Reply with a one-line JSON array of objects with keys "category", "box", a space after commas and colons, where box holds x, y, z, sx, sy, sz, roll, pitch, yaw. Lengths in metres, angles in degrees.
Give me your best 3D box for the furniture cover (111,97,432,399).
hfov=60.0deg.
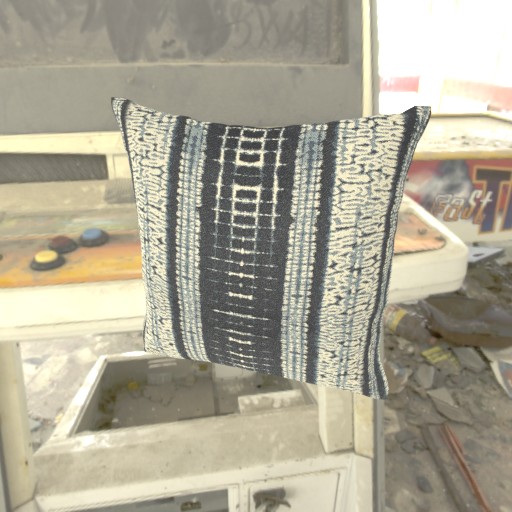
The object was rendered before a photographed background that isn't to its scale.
[{"category": "furniture cover", "box": [0.000, 0.000, 0.654, 0.425, 0.435, 0.133, 7, 26, 16]}]
